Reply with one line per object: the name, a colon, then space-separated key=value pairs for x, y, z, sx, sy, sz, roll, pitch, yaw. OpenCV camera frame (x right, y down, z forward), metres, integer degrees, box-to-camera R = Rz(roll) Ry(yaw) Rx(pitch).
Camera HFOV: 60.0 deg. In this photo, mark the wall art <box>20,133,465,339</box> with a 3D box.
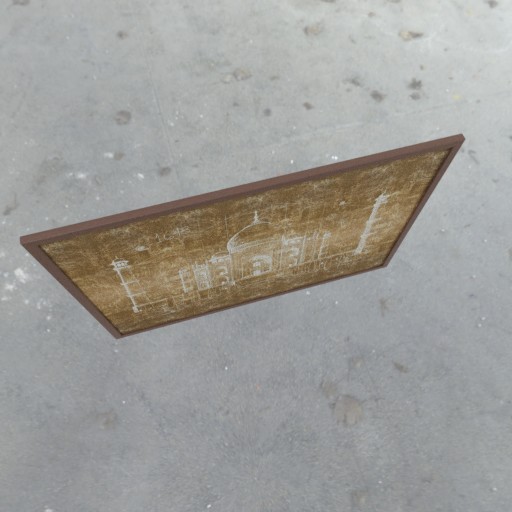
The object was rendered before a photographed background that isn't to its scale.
wall art: x=0.000 y=0.000 z=0.840 sx=0.660 sy=0.455 sz=0.014 roll=-14 pitch=64 yaw=-7
